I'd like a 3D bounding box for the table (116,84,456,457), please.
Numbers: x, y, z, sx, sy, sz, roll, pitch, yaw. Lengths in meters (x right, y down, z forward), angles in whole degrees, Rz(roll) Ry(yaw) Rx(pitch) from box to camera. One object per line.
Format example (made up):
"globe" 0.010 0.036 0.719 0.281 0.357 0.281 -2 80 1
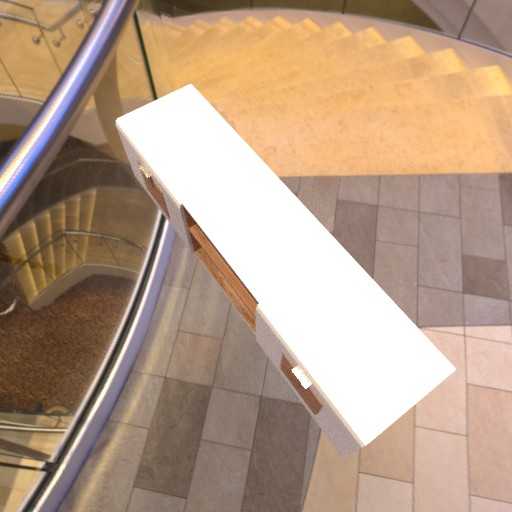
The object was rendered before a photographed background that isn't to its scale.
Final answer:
"table" 0.000 0.000 1.796 0.400 0.440 1.550 -32 66 -16
